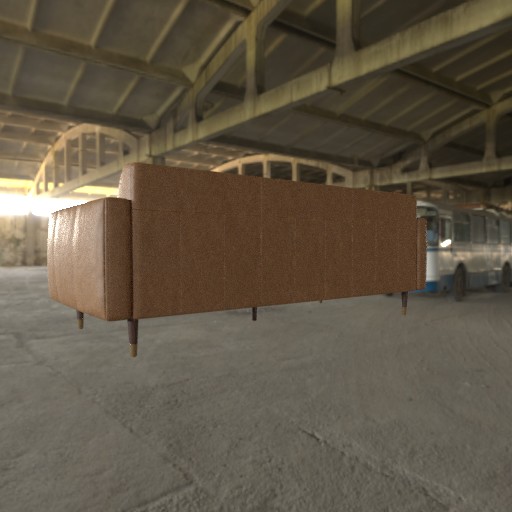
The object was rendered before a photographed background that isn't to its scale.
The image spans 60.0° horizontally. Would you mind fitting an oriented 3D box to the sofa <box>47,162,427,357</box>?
[{"bbox_3d":[0.000,0.000,2.782,2.291,0.821,0.990,-1,2,-37],"label":"sofa"}]
